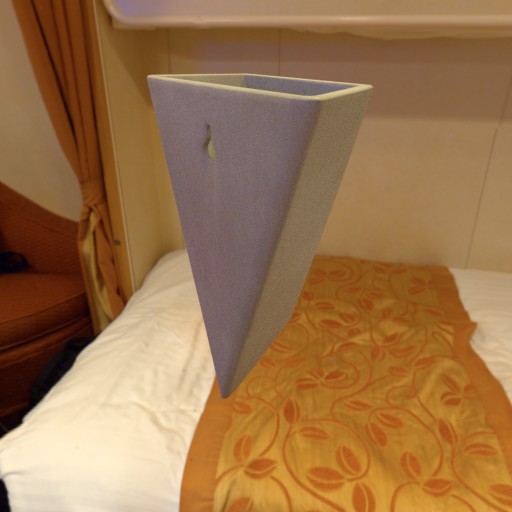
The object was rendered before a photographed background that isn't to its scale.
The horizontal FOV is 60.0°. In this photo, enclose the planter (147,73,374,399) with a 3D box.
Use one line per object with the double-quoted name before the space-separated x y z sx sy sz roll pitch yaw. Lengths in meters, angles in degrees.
"planter" 0.000 0.000 0.268 0.060 0.197 0.150 -17 31 -32
